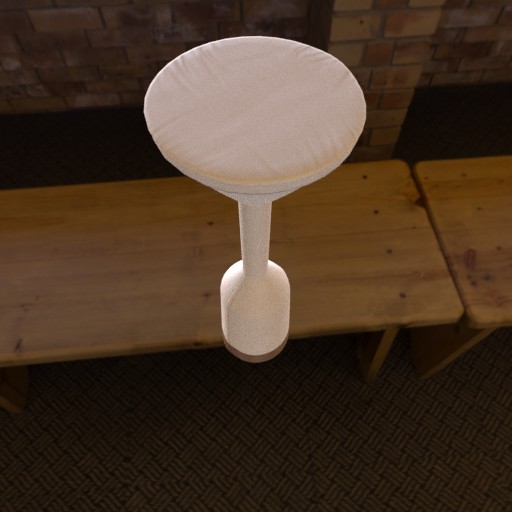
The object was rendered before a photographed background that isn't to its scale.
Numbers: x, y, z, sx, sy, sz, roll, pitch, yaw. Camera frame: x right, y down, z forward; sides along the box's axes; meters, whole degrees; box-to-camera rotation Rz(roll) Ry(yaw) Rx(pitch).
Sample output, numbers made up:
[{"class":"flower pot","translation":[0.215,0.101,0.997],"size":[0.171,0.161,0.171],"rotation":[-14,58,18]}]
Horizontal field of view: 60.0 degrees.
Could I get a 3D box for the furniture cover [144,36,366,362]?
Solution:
[{"class":"furniture cover","translation":[0.000,0.000,2.839],"size":[0.914,2.413,0.914],"rotation":[-33,63,-19]}]
